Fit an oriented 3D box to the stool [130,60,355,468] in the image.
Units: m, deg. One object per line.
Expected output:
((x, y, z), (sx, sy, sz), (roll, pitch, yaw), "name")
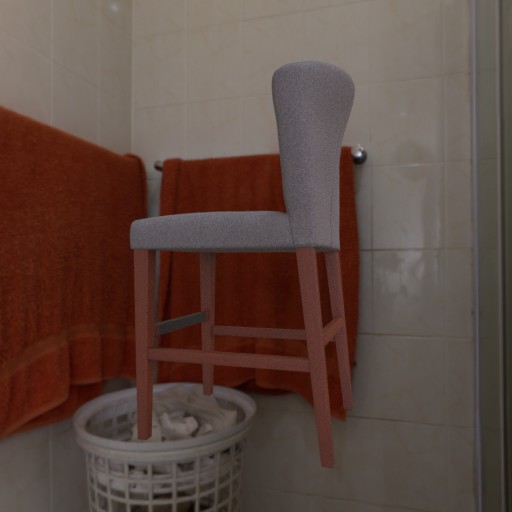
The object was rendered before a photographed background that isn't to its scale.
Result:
((0.000, 0.000, 1.297), (0.568, 0.968, 0.481), (0, -1, 18), "stool")
